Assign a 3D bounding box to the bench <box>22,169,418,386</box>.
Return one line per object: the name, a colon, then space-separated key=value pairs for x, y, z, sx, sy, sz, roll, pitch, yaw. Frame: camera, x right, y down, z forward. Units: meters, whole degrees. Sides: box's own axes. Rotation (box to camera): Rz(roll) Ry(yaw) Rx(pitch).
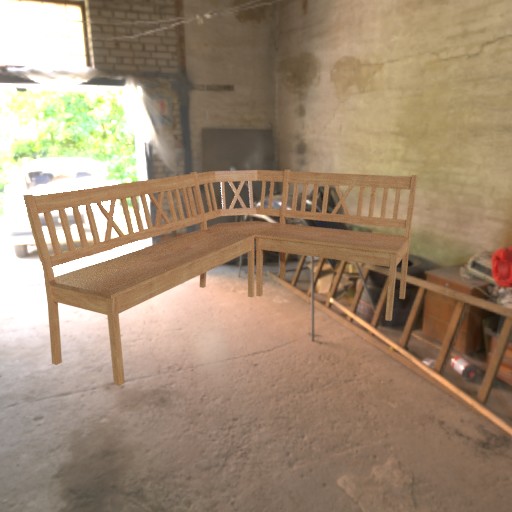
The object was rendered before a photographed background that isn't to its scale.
bench: x=0.000 y=0.000 z=2.745 sx=1.537 sy=0.902 sz=1.937 roll=8 pitch=18 yaw=27
